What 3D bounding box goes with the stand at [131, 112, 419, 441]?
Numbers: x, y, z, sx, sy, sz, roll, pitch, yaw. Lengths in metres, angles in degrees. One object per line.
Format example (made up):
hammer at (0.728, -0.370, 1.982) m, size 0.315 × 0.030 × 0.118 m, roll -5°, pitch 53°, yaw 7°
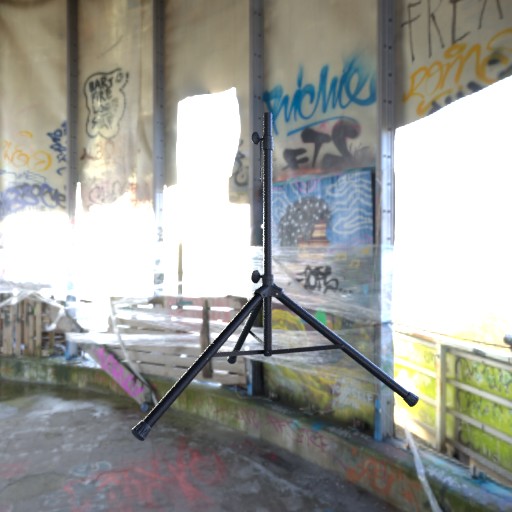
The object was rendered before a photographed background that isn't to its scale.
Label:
stand at (0.000, 0.000, 1.913) m, size 1.045 × 1.136 × 0.907 m, roll 0°, pitch 0°, yaw -16°
